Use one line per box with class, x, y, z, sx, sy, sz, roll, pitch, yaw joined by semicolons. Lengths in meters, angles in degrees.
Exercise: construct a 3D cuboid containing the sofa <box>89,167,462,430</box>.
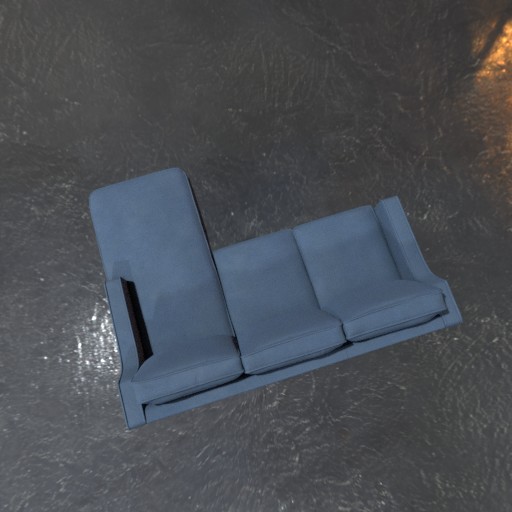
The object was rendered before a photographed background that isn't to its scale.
sofa;0.000;0.000;3.412;2.317;1.066;1.858;-17;76;-4
